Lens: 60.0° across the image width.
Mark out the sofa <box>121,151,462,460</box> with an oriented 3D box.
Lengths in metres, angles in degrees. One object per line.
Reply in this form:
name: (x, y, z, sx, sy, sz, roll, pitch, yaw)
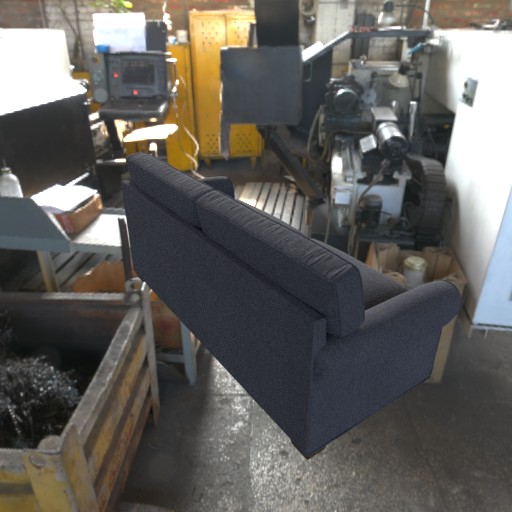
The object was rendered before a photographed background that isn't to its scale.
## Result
sofa: (0.000, 0.000, 2.886, 0.954, 1.026, 2.391, -18, 32, -31)
